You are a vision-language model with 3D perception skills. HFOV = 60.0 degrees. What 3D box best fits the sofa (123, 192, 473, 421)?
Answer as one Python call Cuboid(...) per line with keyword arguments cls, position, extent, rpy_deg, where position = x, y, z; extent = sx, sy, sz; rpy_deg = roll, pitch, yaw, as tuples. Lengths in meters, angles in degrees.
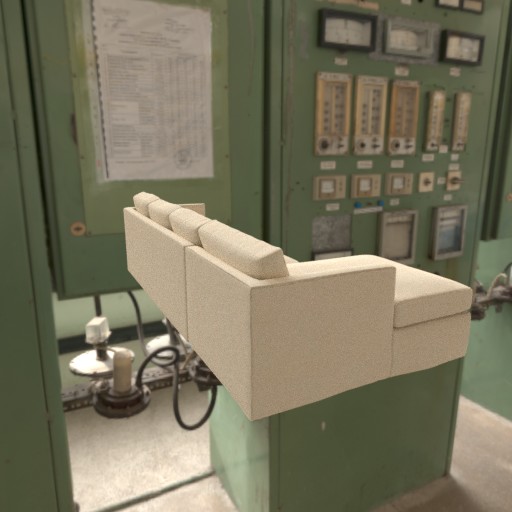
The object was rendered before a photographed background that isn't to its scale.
Cuboid(cls="sofa", position=(0.000, 0.000, 3.869), extent=(1.650, 0.922, 3.205), rpy_deg=(-7, 15, -26))
